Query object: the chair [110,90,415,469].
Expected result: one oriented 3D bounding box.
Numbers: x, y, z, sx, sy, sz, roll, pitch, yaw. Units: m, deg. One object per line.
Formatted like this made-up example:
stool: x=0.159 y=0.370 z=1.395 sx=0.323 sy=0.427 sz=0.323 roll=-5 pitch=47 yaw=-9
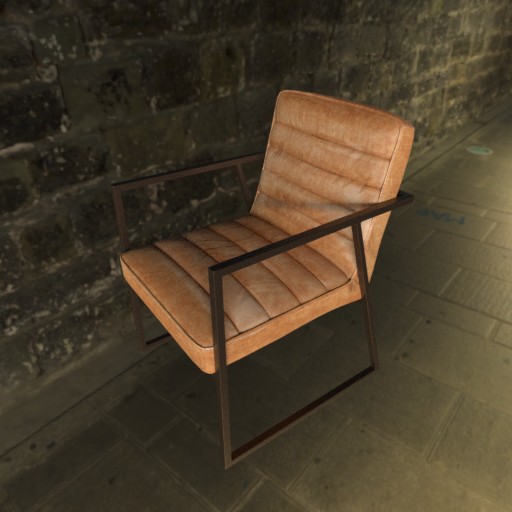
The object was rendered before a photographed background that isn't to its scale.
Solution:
chair: x=0.000 y=0.000 z=1.314 sx=0.677 sy=0.832 sz=0.571 roll=-20 pitch=36 yaw=-30
